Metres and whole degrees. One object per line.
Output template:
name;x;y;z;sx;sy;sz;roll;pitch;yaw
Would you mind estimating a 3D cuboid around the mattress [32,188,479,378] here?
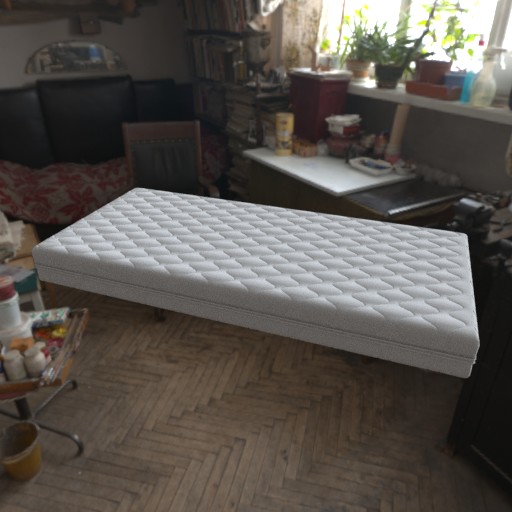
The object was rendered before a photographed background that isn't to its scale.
mattress;0.000;0.000;2.246;2.000;0.200;0.900;10;31;18
